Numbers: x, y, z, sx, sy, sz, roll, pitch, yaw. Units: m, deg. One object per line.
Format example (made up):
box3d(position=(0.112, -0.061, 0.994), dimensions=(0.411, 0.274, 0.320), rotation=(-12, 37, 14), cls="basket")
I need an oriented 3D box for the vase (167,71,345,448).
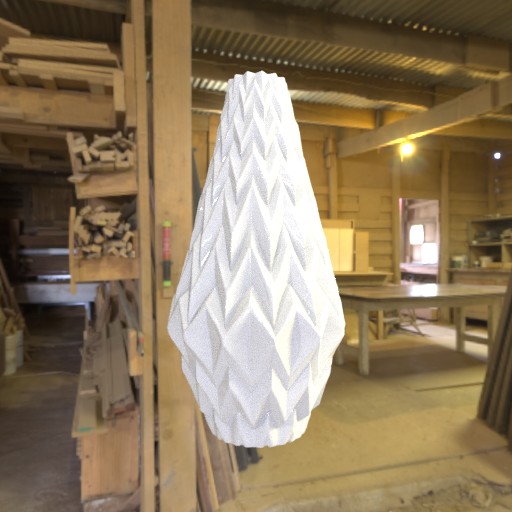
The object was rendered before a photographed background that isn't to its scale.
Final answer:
box3d(position=(0.000, 0.000, 0.419), dimensions=(0.167, 0.328, 0.167), rotation=(0, 1, 0), cls="vase")
